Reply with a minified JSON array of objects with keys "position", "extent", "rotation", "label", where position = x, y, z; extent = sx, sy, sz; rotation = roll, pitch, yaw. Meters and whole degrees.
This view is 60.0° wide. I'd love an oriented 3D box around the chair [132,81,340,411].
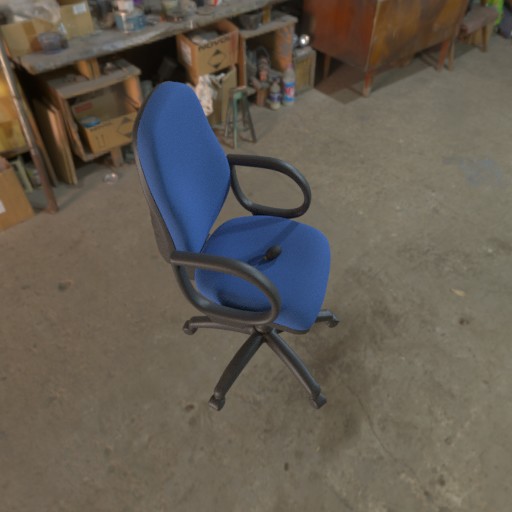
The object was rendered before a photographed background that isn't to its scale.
[{"position":[0.000,0.000,1.259],"extent":[0.549,0.905,0.552],"rotation":[11,46,10],"label":"chair"}]
